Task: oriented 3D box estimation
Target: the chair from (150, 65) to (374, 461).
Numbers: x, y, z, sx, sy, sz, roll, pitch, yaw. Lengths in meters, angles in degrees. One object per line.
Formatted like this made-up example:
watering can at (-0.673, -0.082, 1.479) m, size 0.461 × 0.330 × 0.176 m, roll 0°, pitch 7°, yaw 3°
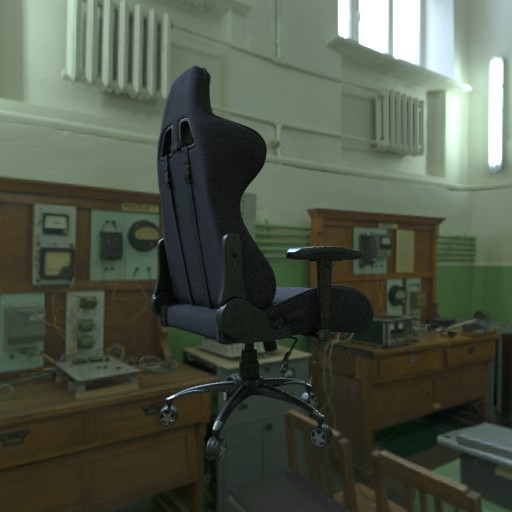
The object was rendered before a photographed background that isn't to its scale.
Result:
chair at (0.000, 0.000, 1.727) m, size 0.695 × 1.300 × 0.730 m, roll 0°, pitch 0°, yaw -35°
